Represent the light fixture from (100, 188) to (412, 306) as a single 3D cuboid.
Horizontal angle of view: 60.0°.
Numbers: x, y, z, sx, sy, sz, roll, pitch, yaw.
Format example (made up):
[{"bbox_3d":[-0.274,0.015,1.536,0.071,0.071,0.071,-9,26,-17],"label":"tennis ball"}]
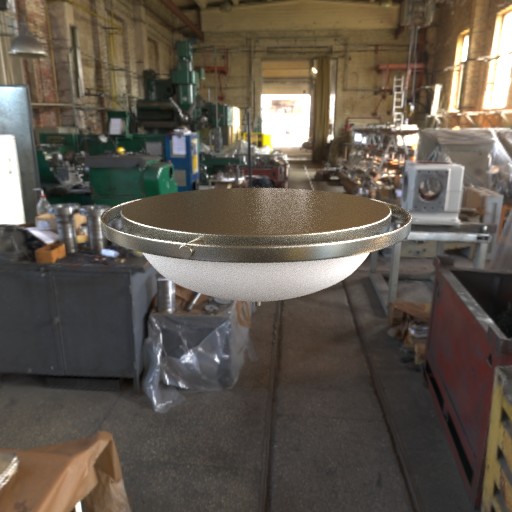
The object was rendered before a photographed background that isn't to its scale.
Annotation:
[{"bbox_3d":[0.000,0.000,0.558,0.361,0.130,0.361,0,16,0],"label":"light fixture"}]
